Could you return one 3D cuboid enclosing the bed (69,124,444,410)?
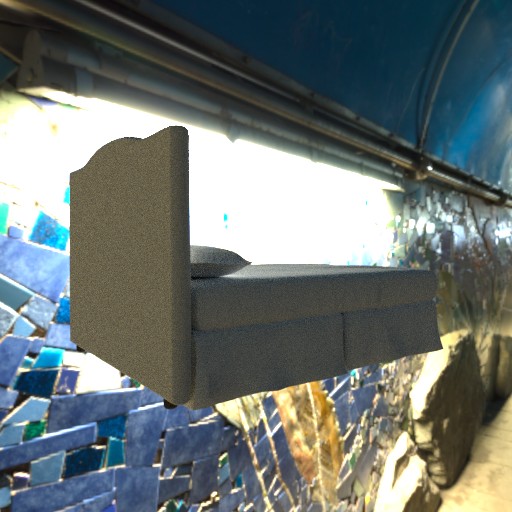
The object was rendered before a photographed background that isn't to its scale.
[{"bbox_3d":[0.000,0.000,3.397,2.282,1.436,1.821,-1,2,-37],"label":"bed"}]
